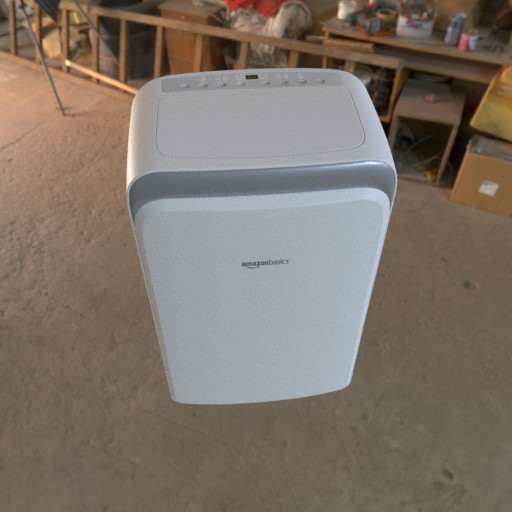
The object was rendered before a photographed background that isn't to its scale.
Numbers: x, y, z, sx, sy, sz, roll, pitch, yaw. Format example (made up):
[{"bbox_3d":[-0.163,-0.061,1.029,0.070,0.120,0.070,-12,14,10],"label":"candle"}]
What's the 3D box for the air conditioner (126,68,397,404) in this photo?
[{"bbox_3d":[0.000,0.000,0.945,0.454,0.700,0.365,-4,46,-4],"label":"air conditioner"}]
